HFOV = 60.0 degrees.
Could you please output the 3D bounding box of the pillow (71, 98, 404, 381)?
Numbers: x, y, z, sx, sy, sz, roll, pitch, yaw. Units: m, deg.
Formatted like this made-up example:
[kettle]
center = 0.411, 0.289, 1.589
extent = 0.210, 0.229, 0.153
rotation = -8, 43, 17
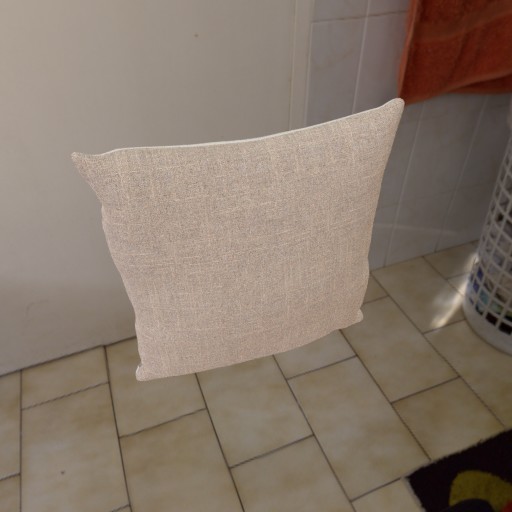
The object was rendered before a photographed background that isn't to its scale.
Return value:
[pillow]
center = 0.000, 0.000, 0.684
extent = 0.439, 0.440, 0.182
rotation = -13, 42, -15
